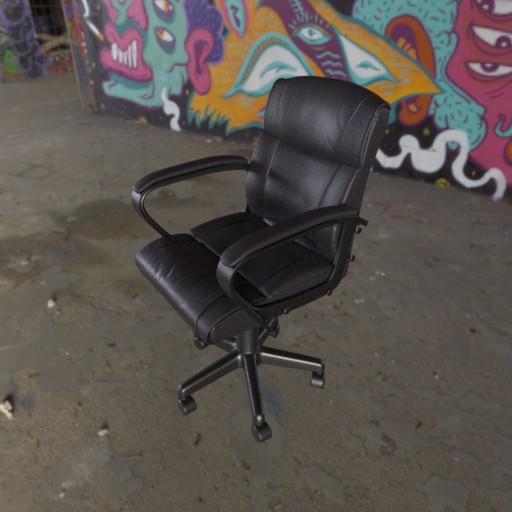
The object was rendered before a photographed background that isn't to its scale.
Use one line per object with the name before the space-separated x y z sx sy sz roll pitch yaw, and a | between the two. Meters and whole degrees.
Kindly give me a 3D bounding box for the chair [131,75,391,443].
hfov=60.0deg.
chair | 0.000 0.000 1.399 0.641 0.998 0.576 -20 36 -30
